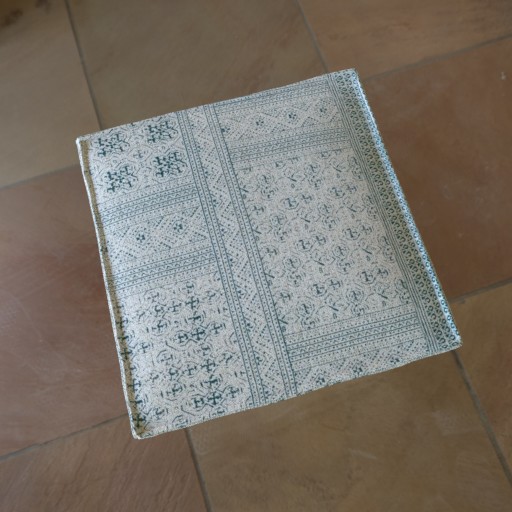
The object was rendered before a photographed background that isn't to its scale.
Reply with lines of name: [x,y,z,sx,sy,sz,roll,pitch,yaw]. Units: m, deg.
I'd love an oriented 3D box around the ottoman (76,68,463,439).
ottoman: [0.000,0.000,1.032,0.617,0.439,0.626,-15,75,-4]
